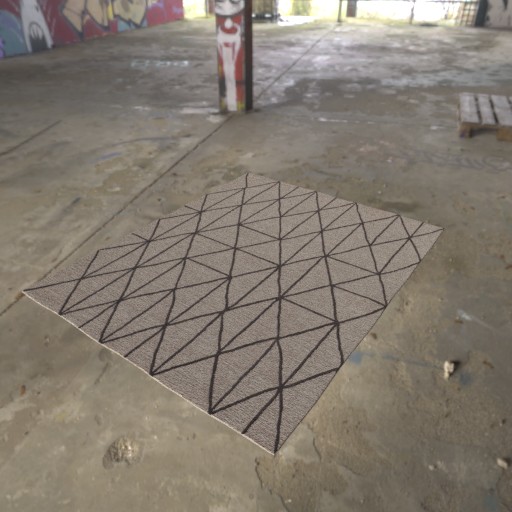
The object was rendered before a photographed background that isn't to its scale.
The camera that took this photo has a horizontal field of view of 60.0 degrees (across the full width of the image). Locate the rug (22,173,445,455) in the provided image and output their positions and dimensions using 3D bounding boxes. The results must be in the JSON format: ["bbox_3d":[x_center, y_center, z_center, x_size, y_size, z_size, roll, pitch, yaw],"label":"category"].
[{"bbox_3d":[0.000,0.000,3.986,2.468,0.022,3.061,22,39,30],"label":"rug"}]
